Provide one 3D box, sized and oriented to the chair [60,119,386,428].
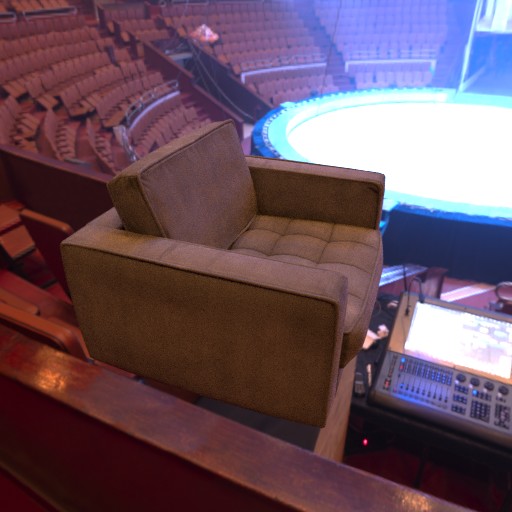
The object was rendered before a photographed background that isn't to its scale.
[{"bbox_3d":[0.000,0.000,1.541,0.843,0.773,0.928,11,32,18],"label":"chair"}]
